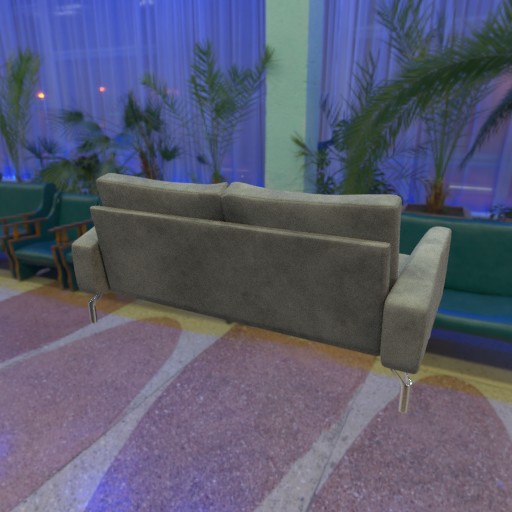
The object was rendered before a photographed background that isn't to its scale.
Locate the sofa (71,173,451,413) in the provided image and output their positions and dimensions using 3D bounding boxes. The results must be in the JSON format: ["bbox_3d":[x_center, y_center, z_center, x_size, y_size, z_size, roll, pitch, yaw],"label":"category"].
[{"bbox_3d":[0.000,0.000,2.367,1.837,0.859,0.849,9,20,26],"label":"sofa"}]
